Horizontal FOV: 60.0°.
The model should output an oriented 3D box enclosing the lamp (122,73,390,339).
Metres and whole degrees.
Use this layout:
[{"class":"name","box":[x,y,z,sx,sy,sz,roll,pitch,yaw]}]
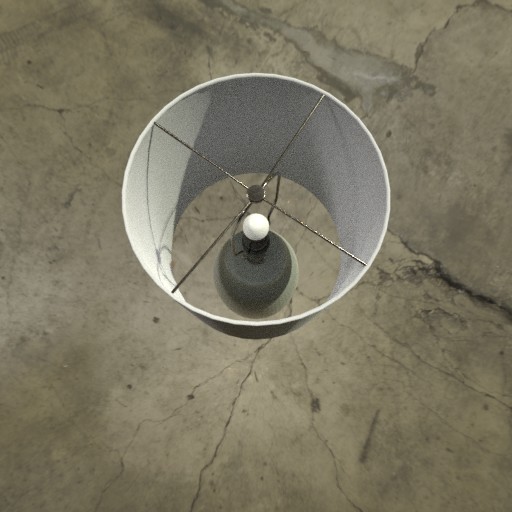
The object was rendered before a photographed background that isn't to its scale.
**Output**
[{"class":"lamp","box":[0.000,0.000,0.577,0.217,0.453,0.217,35,79,8]}]
